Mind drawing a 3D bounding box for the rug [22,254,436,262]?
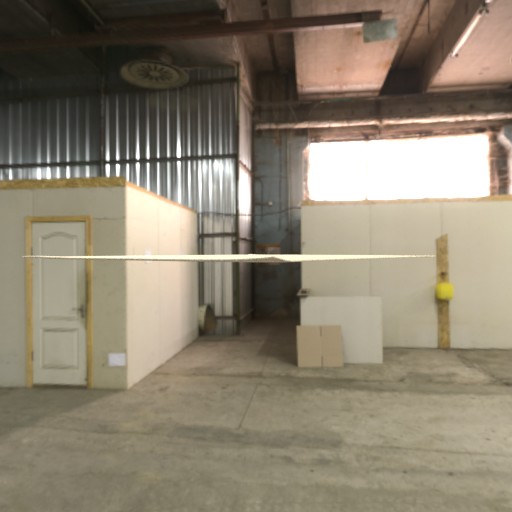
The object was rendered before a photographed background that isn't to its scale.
[{"bbox_3d":[0.000,0.000,3.841,2.277,0.035,2.897,0,1,36],"label":"rug"}]
